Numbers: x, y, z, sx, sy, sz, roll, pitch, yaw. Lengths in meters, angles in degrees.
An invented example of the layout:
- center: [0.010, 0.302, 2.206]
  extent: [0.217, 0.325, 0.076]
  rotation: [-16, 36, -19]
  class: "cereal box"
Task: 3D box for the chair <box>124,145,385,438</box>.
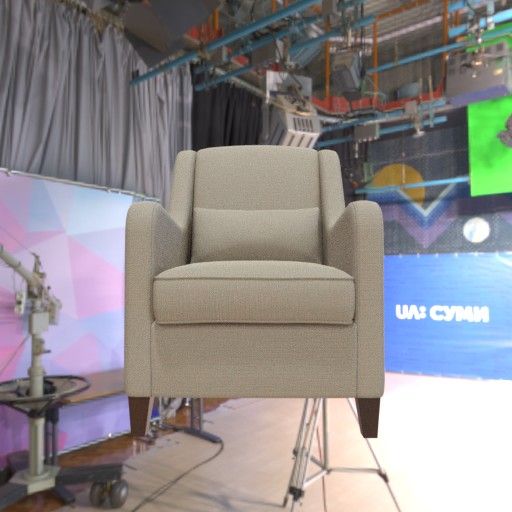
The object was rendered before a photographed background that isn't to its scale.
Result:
- center: [0.000, 0.000, 1.614]
  extent: [0.715, 1.017, 0.896]
  rotation: [0, -2, 1]
  class: "chair"
